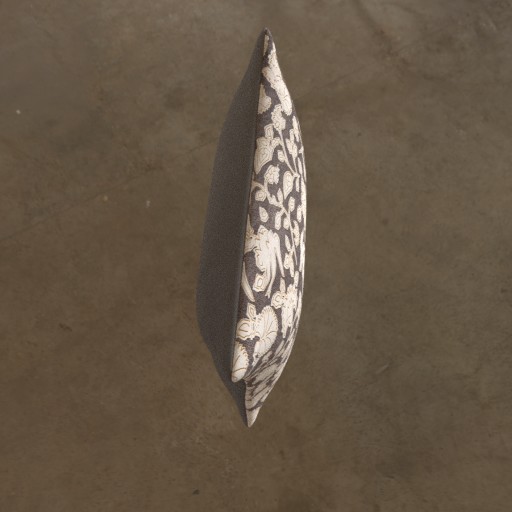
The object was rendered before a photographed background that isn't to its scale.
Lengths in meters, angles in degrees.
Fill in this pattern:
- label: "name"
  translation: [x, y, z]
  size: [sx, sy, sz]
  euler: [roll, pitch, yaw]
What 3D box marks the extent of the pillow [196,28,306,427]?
- label: "pillow"
  translation: [0.000, 0.000, 0.783]
  size: [0.166, 0.507, 0.526]
  euler: [4, 64, 2]
